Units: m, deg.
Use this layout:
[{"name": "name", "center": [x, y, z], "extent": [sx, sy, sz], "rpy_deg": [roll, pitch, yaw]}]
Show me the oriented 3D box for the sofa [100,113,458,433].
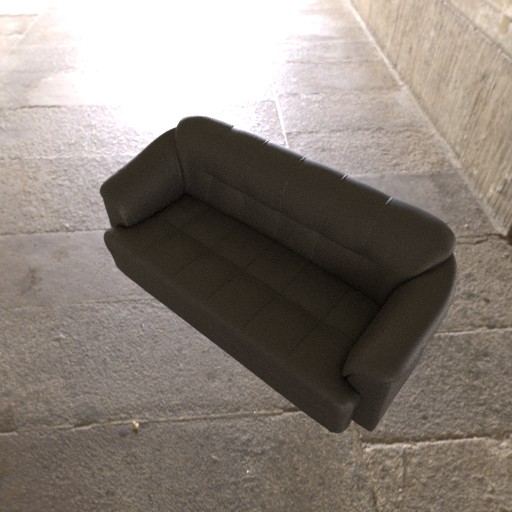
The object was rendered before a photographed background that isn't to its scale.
[{"name": "sofa", "center": [0.000, 0.000, 2.261], "extent": [1.829, 0.811, 0.800], "rpy_deg": [31, 53, 27]}]
